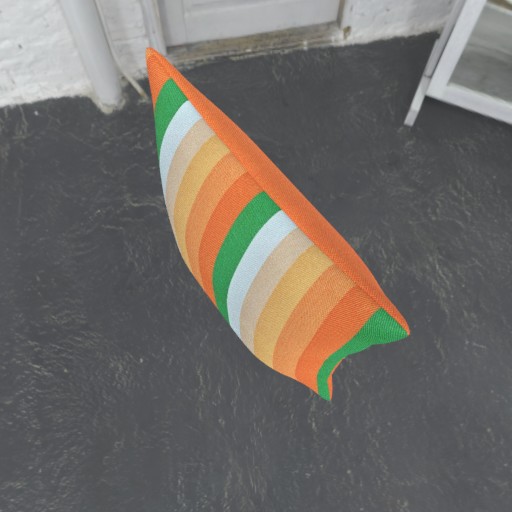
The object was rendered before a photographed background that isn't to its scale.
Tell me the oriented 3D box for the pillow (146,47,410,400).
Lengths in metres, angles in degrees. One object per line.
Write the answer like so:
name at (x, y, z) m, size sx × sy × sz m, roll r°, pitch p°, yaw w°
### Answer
pillow at (0.000, 0.000, 0.668) m, size 0.169 × 0.444 × 0.453 m, roll -34°, pitch 69°, yaw -15°
